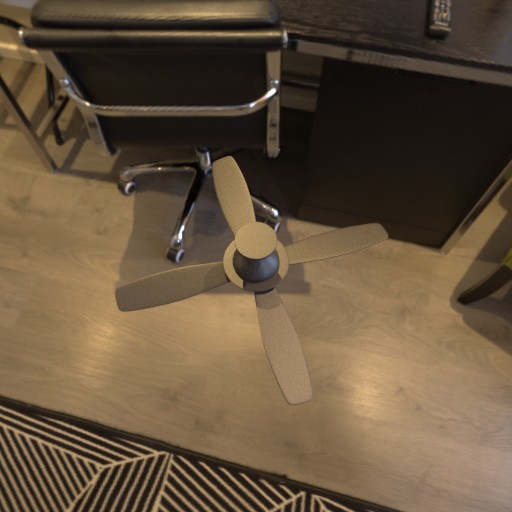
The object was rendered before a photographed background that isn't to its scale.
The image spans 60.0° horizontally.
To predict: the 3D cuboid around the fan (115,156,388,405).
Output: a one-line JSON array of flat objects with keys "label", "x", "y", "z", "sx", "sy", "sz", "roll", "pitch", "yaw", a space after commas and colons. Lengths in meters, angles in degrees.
[{"label": "fan", "x": 0.000, "y": 0.000, "z": 2.595, "sx": 1.694, "sy": 0.382, "sz": 1.694, "roll": -15, "pitch": 63, "yaw": -7}]
